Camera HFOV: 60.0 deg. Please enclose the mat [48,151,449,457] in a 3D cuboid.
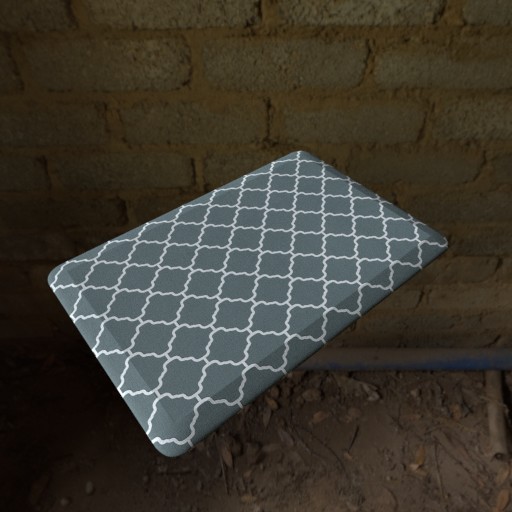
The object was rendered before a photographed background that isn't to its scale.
[{"bbox_3d":[0.000,0.000,0.971,0.762,0.021,0.508,-31,53,-26],"label":"mat"}]
